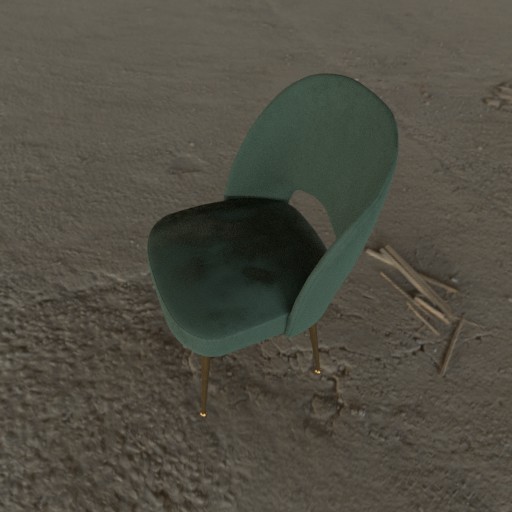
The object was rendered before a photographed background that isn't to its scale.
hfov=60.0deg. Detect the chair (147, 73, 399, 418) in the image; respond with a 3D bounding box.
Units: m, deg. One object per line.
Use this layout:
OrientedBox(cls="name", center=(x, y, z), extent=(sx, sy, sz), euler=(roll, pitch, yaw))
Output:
OrientedBox(cls="chair", center=(0.000, 0.000, 1.244), extent=(0.577, 0.860, 0.527), euler=(-16, 49, -15))
